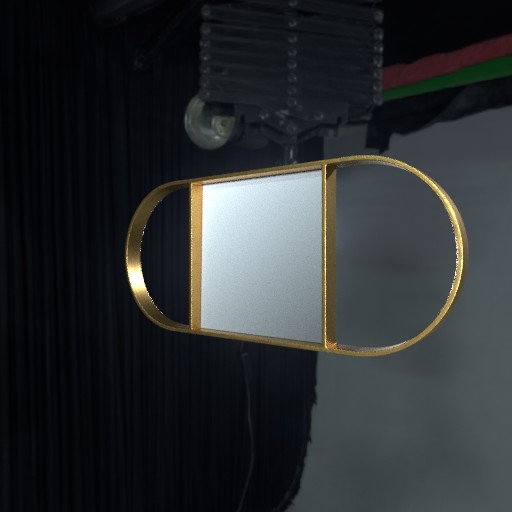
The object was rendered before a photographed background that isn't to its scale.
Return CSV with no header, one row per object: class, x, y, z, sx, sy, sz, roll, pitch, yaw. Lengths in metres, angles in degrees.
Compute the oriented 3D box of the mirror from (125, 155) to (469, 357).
mirror,0.000,0.000,0.669,0.584,0.254,0.032,0,0,36
